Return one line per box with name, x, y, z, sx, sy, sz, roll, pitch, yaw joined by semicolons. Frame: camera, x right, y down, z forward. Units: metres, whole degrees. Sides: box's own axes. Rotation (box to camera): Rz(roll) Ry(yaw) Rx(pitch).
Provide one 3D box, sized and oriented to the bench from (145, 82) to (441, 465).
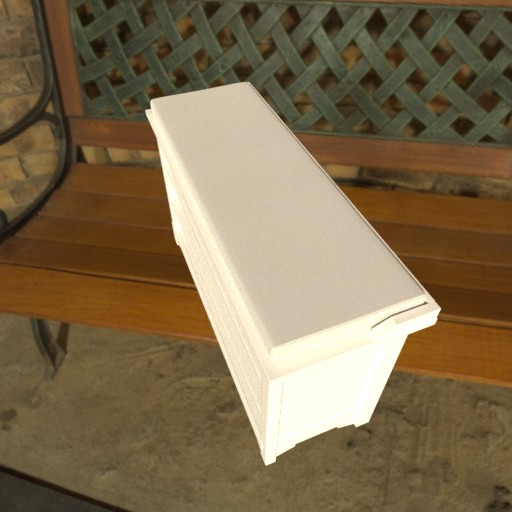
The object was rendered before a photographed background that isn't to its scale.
bench;0.000;0.000;1.290;0.346;0.589;0.987;-16;49;-15
